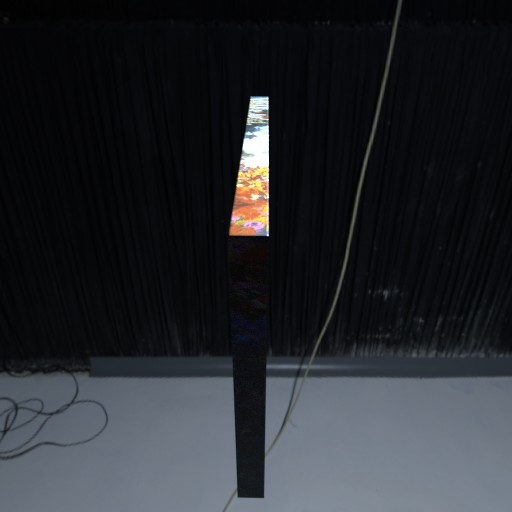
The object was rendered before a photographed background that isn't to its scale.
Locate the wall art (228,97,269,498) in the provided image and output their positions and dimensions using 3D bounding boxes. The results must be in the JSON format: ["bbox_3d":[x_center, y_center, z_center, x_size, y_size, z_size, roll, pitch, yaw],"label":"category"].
[{"bbox_3d":[0.000,0.000,0.763,0.037,0.406,0.610,1,31,1],"label":"wall art"}]
